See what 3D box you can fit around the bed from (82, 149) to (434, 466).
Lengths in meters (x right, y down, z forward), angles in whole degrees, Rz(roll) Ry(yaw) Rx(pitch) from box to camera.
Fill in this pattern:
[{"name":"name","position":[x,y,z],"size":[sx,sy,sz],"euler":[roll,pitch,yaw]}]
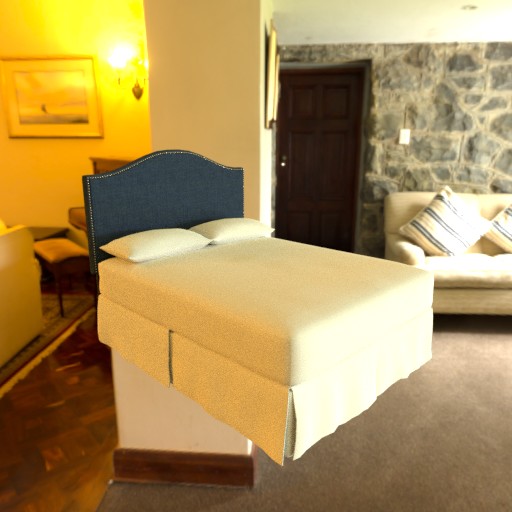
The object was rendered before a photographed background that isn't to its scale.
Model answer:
[{"name":"bed","position":[0.000,0.000,3.289],"size":[2.153,1.518,1.713],"euler":[14,20,43]}]
